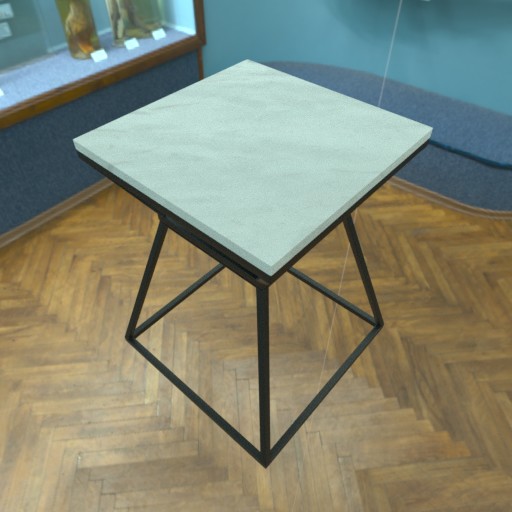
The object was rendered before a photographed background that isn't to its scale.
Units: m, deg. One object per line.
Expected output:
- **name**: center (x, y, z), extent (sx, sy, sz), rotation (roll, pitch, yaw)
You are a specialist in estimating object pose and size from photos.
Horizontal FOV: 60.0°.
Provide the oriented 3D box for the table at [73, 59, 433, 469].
- **table**: center (0.000, 0.000, 0.902), extent (0.455, 0.559, 0.455), rotation (33, 54, 27)
